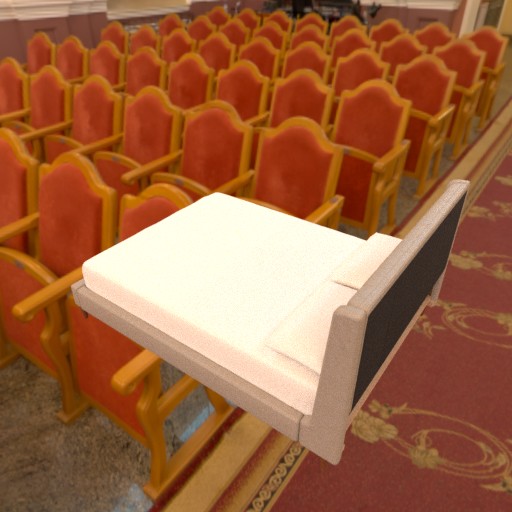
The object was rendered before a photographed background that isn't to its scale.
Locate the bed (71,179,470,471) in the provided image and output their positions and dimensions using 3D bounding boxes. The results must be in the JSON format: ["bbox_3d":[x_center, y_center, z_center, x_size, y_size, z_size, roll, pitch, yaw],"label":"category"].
[{"bbox_3d":[0.000,0.000,3.151,2.232,1.147,1.656,22,39,30],"label":"bed"}]
